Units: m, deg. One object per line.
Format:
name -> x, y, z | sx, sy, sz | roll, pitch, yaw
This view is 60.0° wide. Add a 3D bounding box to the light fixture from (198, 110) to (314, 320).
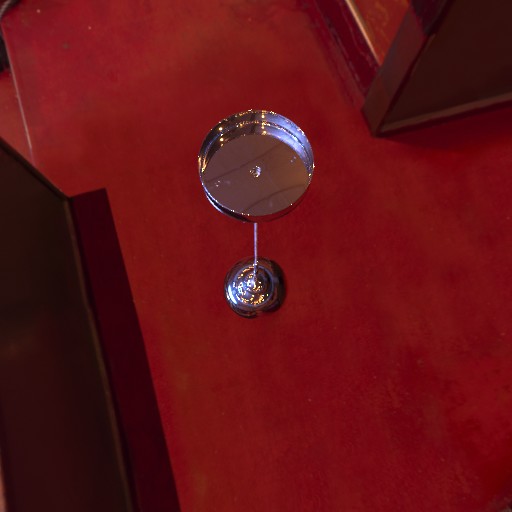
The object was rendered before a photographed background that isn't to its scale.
light fixture -> 0.000, 0.000, 1.688 | 0.336, 1.538, 0.336 | -19, 76, -5
